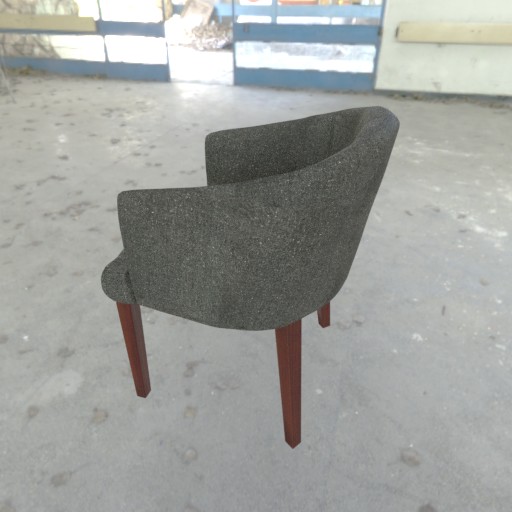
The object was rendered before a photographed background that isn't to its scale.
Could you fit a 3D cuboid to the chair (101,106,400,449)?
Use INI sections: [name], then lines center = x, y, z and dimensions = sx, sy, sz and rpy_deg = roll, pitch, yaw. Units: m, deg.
[chair]
center = 0.000, 0.000, 1.244
dimensions = 0.655, 0.811, 0.583
rpy_deg = 9, 32, 15
